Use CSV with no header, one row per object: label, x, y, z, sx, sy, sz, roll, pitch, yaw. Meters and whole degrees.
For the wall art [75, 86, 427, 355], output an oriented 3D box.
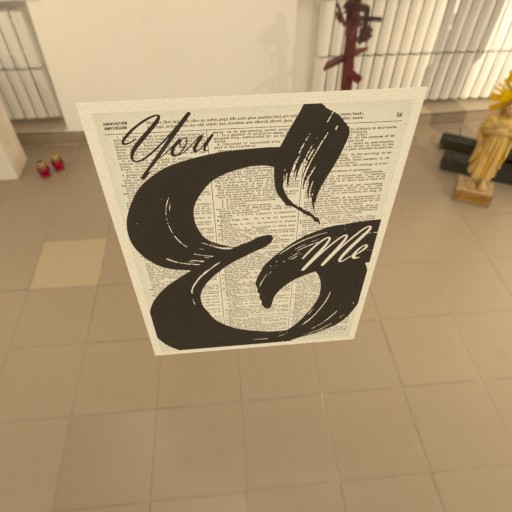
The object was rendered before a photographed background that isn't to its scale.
wall art,0.000,0.000,0.796,0.457,0.609,0.003,-4,47,-4
